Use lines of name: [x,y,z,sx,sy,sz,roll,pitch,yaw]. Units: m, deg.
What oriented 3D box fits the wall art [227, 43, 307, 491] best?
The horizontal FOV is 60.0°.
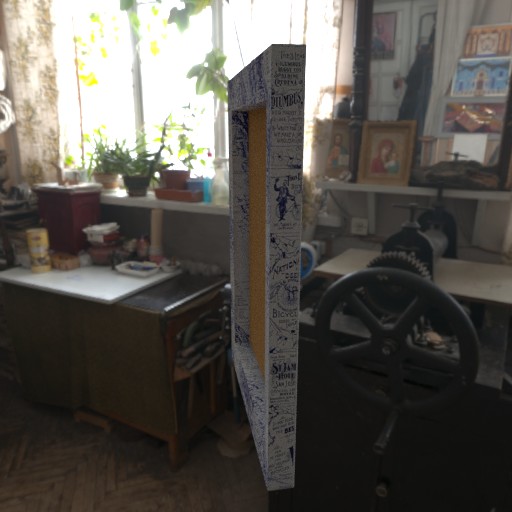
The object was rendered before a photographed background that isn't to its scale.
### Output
wall art: [0.000,0.000,0.477,0.025,0.376,0.255,-3,16,-10]
